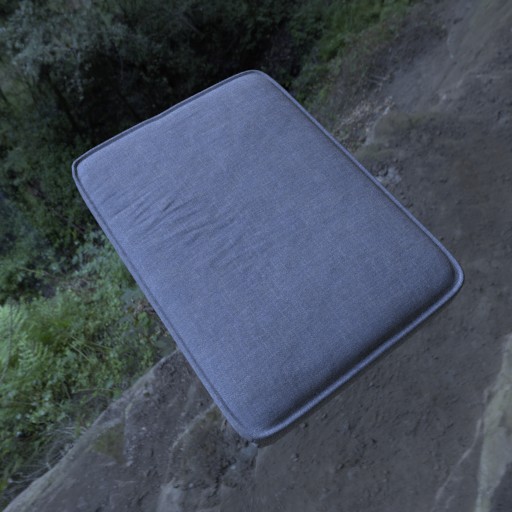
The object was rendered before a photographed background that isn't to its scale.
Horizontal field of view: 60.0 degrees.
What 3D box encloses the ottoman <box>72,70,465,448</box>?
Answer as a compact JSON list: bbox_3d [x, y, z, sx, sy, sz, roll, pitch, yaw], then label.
[{"bbox_3d":[0.000,0.000,1.114,0.559,0.457,0.762,-33,68,-15],"label":"ottoman"}]
